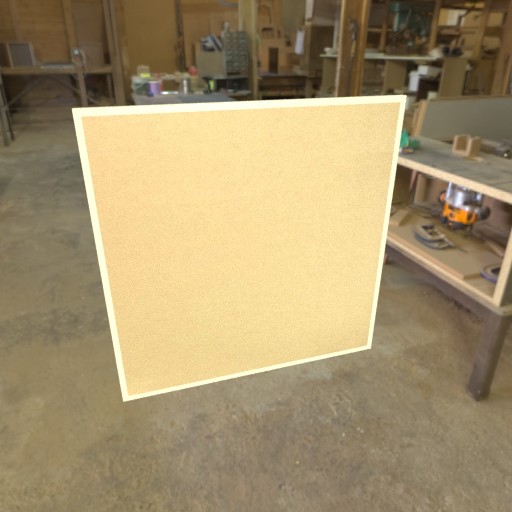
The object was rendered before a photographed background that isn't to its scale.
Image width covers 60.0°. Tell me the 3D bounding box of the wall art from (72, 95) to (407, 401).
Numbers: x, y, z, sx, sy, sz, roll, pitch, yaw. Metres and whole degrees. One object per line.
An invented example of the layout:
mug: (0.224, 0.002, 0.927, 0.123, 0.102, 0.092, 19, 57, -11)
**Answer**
wall art: (0.000, 0.000, 0.839, 0.557, 0.557, 0.012, -8, 27, -16)
